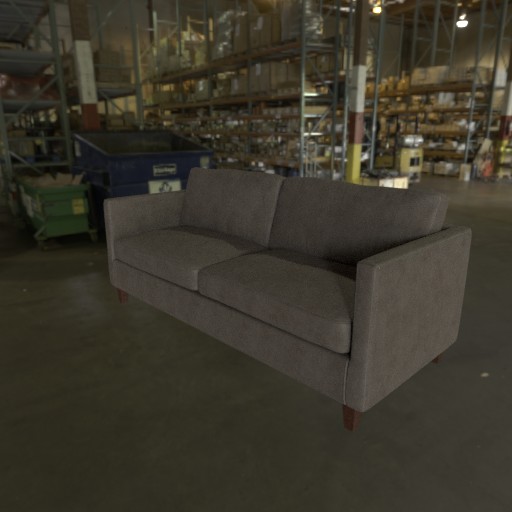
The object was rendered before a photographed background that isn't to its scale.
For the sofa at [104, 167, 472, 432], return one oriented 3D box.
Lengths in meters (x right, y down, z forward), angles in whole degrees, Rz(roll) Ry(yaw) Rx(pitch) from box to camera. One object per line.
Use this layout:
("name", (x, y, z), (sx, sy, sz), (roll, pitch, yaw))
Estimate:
("sofa", (0.000, 0.000, 2.746), (0.951, 0.965, 2.208), (-15, 22, -42))
